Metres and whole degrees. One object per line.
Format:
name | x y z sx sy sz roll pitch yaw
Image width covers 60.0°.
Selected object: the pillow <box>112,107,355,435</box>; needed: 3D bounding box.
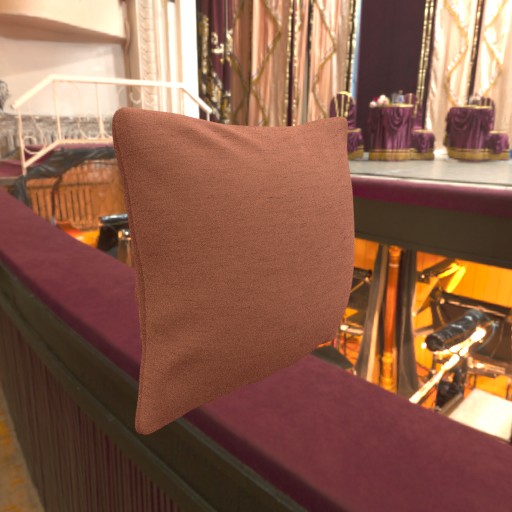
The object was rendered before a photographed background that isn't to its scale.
pillow | 0.000 0.000 0.673 0.432 0.415 0.246 -14 21 -43
